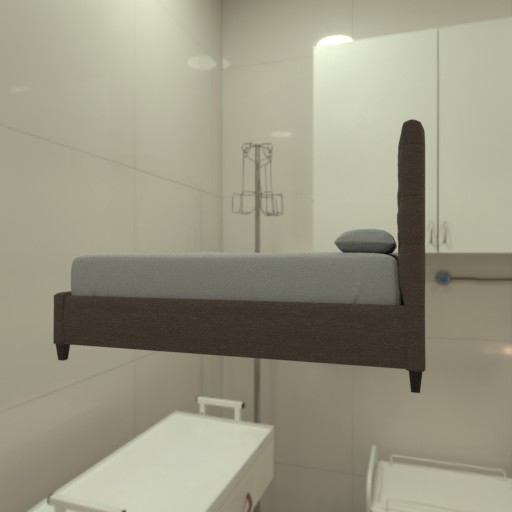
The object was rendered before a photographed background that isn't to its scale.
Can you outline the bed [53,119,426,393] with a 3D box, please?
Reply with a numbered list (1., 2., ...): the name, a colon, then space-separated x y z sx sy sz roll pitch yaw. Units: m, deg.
1. bed: 0.000 0.000 3.445 2.387 1.427 1.698 0 0 18
